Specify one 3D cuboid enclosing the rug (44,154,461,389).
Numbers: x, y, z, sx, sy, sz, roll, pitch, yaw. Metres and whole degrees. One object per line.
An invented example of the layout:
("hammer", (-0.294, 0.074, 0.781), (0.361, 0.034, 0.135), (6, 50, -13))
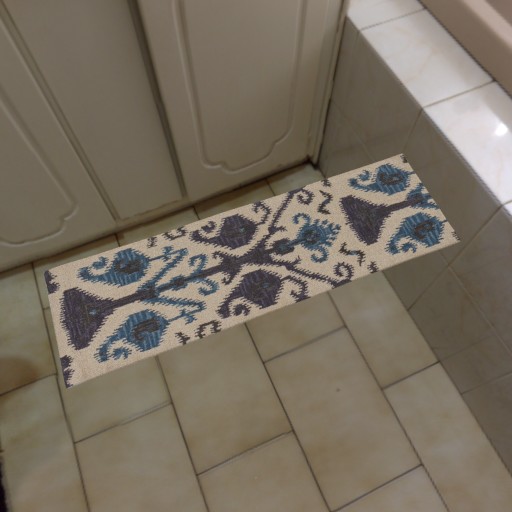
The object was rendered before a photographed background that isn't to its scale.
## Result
("rug", (0.000, 0.000, 2.533), (2.301, 0.017, 0.692), (-19, 65, -9))
